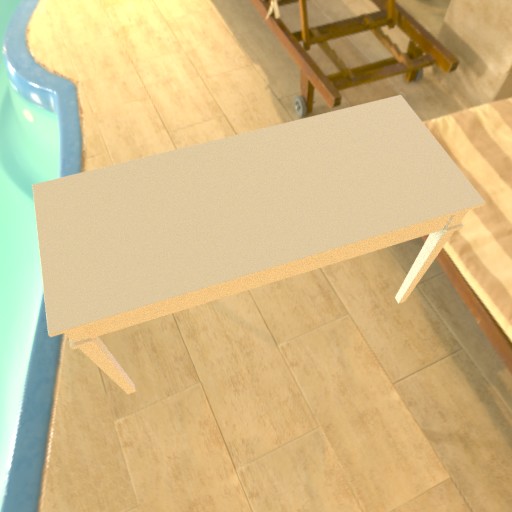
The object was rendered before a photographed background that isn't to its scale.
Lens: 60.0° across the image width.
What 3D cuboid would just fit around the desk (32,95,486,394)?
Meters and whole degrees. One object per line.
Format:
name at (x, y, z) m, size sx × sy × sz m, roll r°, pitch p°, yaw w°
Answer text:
desk at (0.000, 0.000, 1.773) m, size 1.372 × 0.774 × 0.559 m, roll -16°, pitch 60°, yaw -10°
